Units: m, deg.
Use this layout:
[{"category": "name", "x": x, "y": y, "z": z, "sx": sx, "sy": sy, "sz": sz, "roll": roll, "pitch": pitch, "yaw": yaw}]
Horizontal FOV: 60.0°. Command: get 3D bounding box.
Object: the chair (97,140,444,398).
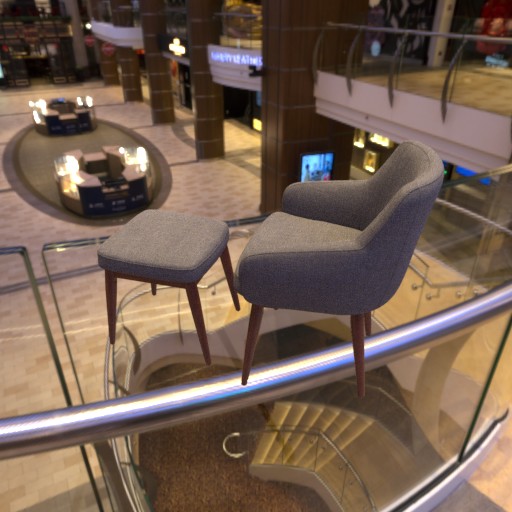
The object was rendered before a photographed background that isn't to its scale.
[{"category": "chair", "x": 0.000, "y": 0.000, "z": 1.575, "sx": 1.107, "sy": 0.799, "sz": 0.584, "roll": 9, "pitch": 31, "yaw": 14}]
